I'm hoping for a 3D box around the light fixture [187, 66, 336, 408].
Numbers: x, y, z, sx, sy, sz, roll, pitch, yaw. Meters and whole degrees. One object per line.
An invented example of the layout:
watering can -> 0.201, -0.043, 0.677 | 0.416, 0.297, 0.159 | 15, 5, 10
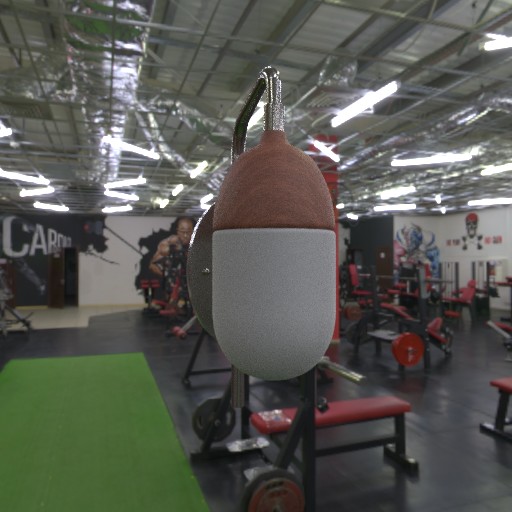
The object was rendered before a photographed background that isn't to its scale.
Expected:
light fixture -> 0.000, 0.000, 0.439 | 0.108, 0.343, 0.216 | 0, 0, -17
